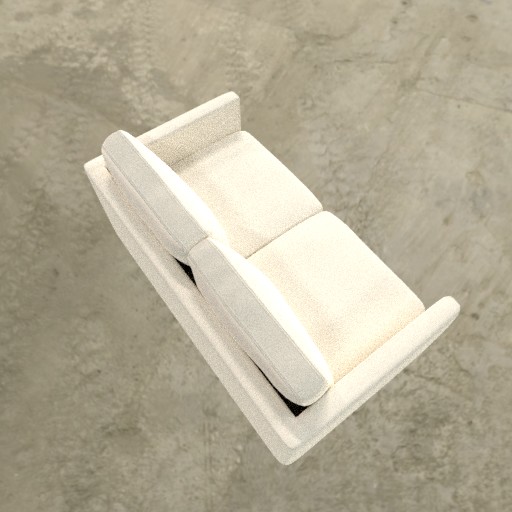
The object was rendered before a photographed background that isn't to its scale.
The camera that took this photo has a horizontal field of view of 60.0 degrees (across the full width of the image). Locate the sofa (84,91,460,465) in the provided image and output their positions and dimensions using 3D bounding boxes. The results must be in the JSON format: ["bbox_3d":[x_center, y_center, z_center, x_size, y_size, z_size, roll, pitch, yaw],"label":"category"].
[{"bbox_3d":[0.000,0.000,2.252,0.964,0.888,1.702,-33,65,-17],"label":"sofa"}]
